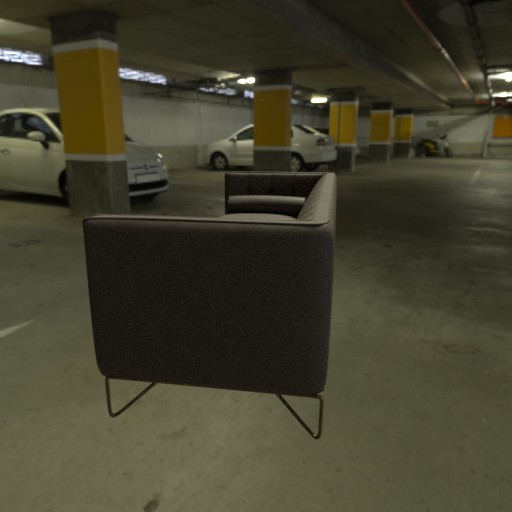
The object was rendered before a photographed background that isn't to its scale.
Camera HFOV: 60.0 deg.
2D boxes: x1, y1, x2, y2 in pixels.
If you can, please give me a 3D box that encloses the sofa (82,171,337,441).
[{"bbox_3d":[0.000,0.000,2.499,0.867,0.789,2.087,3,15,10],"label":"sofa"}]
